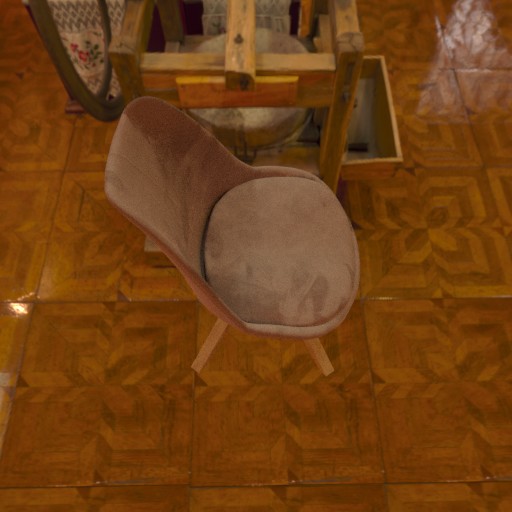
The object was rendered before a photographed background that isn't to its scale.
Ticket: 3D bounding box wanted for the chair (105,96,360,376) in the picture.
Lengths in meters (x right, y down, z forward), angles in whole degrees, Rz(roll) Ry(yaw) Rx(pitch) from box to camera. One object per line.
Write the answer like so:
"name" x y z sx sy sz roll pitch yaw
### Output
"chair" 0.000 0.000 1.184 0.550 0.850 0.485 1 63 1
